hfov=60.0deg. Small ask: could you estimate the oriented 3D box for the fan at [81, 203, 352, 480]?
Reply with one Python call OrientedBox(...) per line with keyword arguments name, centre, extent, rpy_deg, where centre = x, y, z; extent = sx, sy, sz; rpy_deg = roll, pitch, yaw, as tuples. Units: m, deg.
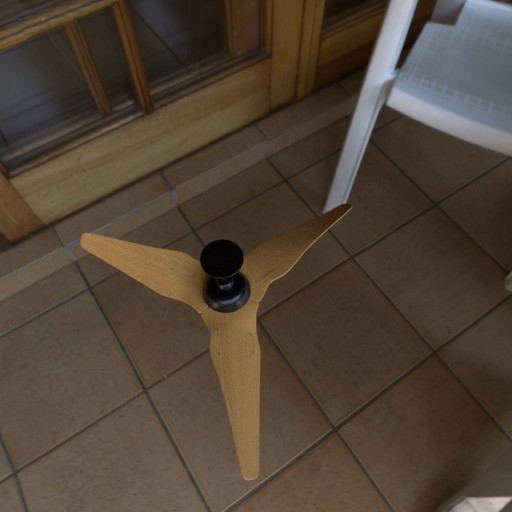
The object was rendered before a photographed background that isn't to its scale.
OrientedBox(name="fan", centre=(0.000, 0.000, 1.666), extent=(1.010, 0.355, 1.142), rpy_deg=(-36, 68, -17))
